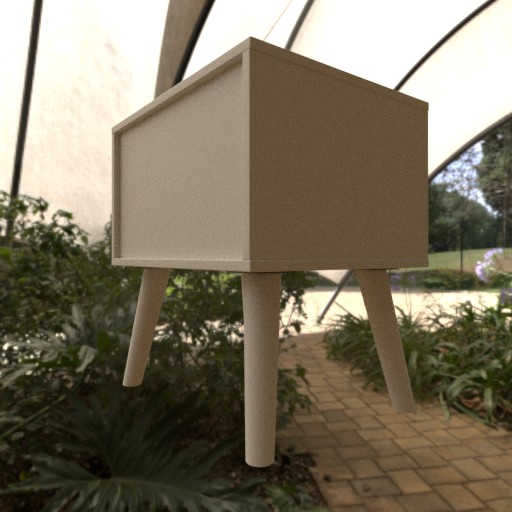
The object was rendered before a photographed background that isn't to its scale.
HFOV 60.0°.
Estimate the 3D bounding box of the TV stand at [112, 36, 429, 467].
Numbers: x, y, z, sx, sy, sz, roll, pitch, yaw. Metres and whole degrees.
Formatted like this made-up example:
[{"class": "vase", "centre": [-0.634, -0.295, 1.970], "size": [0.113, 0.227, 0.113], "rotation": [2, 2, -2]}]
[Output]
[{"class": "TV stand", "centre": [0.000, 0.000, 0.886], "size": [0.405, 0.559, 0.508], "rotation": [0, 0, -37]}]
